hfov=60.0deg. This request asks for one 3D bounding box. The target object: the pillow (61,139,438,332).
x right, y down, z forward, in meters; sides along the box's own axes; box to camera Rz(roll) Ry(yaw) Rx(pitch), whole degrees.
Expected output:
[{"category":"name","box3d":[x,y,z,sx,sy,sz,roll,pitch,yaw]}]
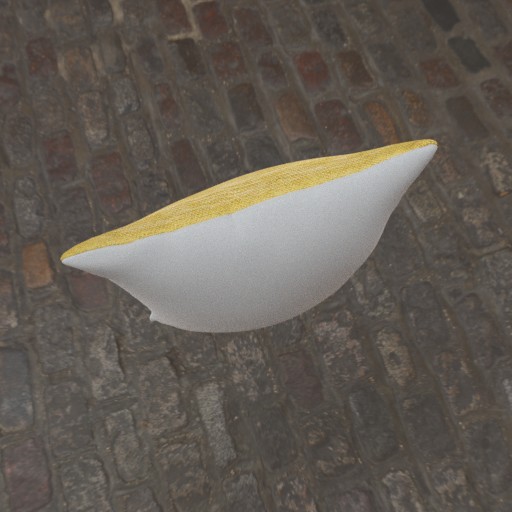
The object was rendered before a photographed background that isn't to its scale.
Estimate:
[{"category":"pillow","box3d":[0.000,0.000,0.710,0.450,0.450,0.211,-18,74,-5]}]
